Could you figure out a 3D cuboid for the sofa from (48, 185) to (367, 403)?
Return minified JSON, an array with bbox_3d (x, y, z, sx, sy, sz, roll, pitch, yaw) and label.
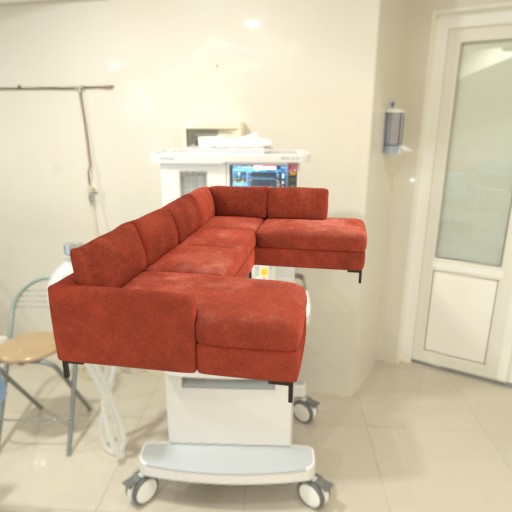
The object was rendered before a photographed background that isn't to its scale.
[{"bbox_3d":[0.000,0.000,3.864,1.981,0.858,2.971,3,17,10],"label":"sofa"}]
